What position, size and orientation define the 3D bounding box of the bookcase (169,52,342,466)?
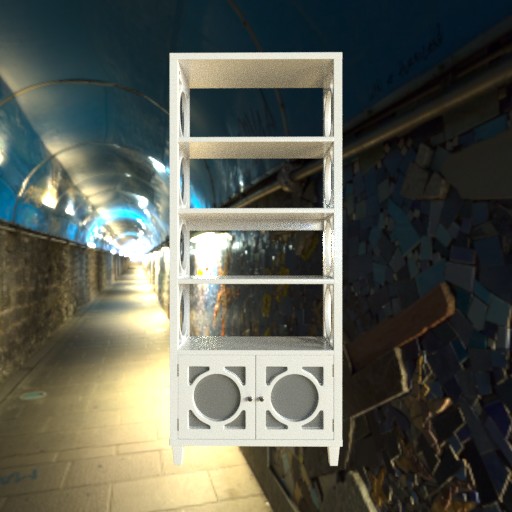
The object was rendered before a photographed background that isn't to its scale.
[{"bbox_3d":[0.000,0.000,2.110,0.761,1.869,0.361,0,0,1],"label":"bookcase"}]
